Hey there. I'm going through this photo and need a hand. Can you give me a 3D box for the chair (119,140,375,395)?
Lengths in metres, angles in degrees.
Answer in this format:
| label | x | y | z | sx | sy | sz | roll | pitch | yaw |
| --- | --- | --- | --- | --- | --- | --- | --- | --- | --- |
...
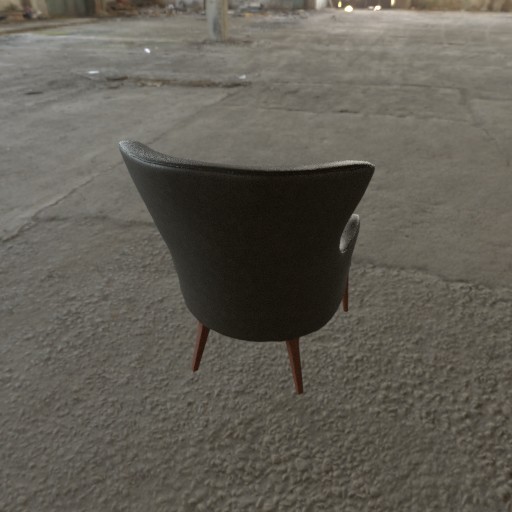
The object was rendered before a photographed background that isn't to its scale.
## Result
| label | x | y | z | sx | sy | sz | roll | pitch | yaw |
| --- | --- | --- | --- | --- | --- | --- | --- | --- | --- |
| chair | 0.000 | 0.000 | 1.774 | 0.819 | 1.068 | 0.954 | 8 | 32 | 13 |
